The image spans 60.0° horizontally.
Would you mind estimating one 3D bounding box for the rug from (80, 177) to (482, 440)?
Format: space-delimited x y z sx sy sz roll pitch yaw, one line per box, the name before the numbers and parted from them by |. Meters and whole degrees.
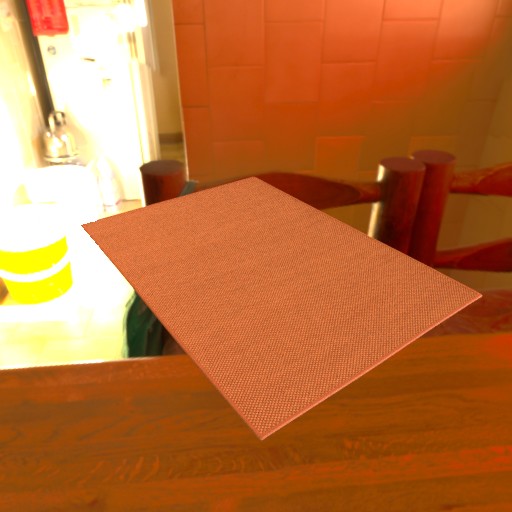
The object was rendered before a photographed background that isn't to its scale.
rug | 0.000 0.000 2.769 1.524 0.013 2.134 -21 38 -30
